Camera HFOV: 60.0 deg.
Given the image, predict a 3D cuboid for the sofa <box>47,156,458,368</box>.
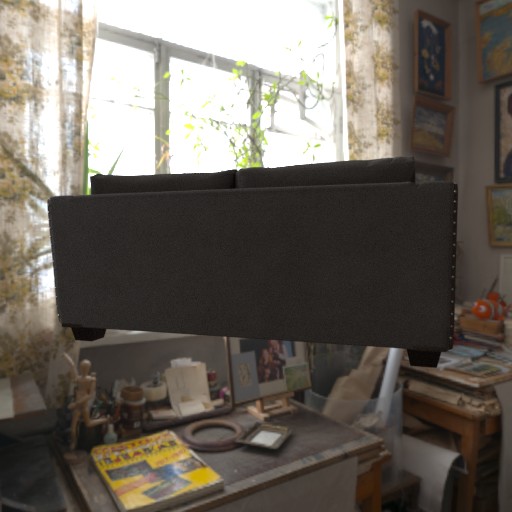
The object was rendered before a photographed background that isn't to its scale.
[{"bbox_3d":[0.000,0.000,3.254,2.550,1.196,1.336,0,2,17],"label":"sofa"}]
